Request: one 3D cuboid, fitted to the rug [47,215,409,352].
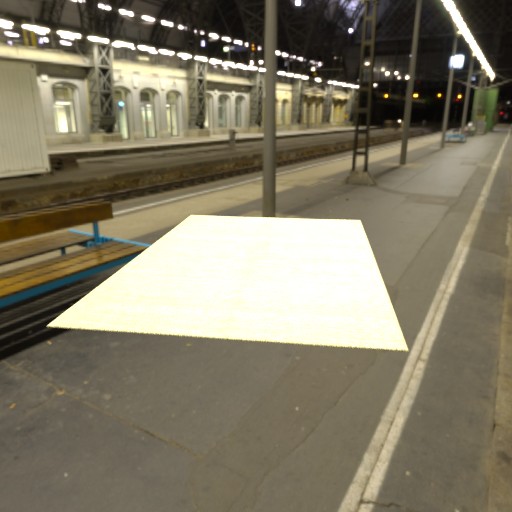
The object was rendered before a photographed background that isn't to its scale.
[{"bbox_3d":[0.000,0.000,2.367,1.250,0.015,1.850,2,18,8],"label":"rug"}]
